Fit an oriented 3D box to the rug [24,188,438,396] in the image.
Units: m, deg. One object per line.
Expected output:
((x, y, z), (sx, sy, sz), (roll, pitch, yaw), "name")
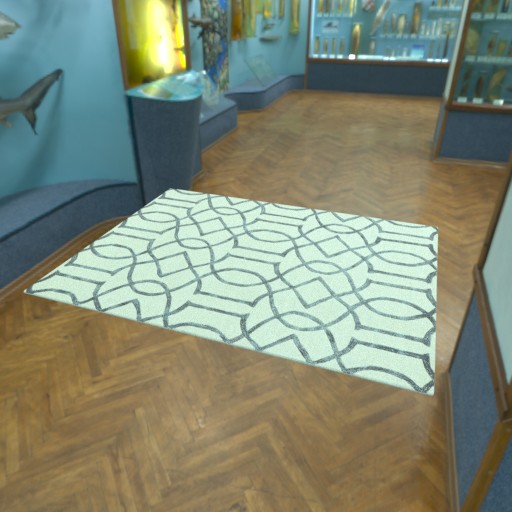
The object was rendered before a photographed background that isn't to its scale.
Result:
((0.000, 0.000, 3.780), (2.910, 0.021, 2.211), (10, 32, 17), "rug")
